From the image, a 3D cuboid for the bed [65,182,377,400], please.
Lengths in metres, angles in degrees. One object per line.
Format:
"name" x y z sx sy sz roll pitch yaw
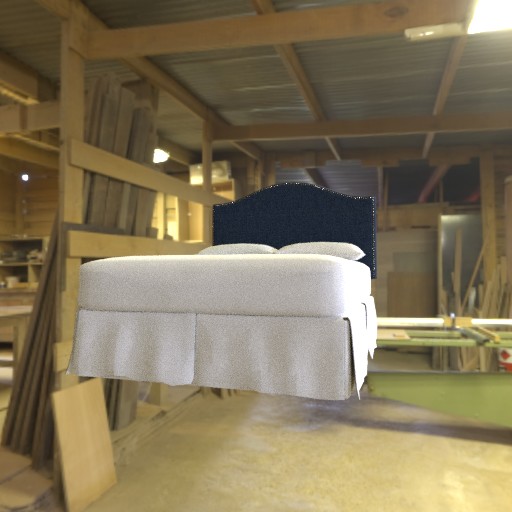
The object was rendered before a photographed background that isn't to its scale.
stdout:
"bed" 0.000 0.000 3.375 1.713 1.518 2.153 -1 -2 18
